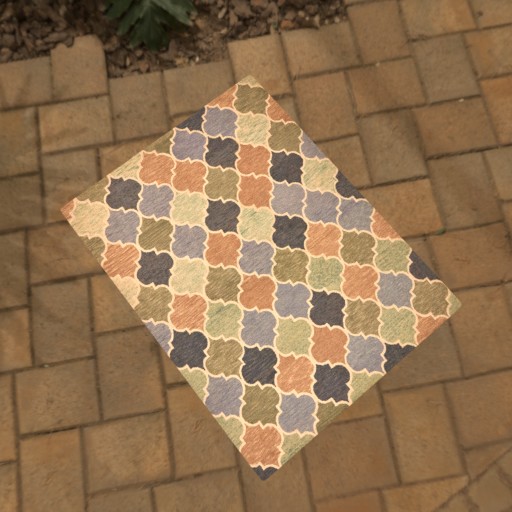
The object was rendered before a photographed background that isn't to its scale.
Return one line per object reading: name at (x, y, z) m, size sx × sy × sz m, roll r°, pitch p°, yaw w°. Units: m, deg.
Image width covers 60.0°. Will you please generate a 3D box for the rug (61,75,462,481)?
rug at (0.000, 0.000, 4.295) m, size 2.439 × 0.013 × 3.200 m, roll -38°, pitch 79°, yaw -9°
